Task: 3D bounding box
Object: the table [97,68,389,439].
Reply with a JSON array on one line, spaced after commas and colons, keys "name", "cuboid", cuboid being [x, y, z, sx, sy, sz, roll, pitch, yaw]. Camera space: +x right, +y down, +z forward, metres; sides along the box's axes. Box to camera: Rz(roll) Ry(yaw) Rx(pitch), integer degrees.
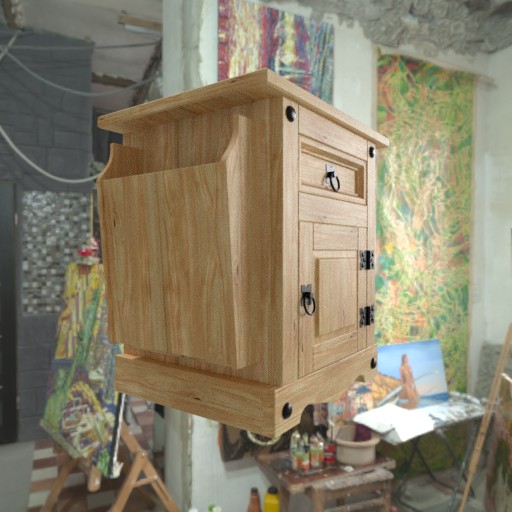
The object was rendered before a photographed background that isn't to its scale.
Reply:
[{"name": "table", "cuboid": [0.000, 0.000, 0.896, 0.380, 0.515, 0.530, 1, 1, 36]}]
